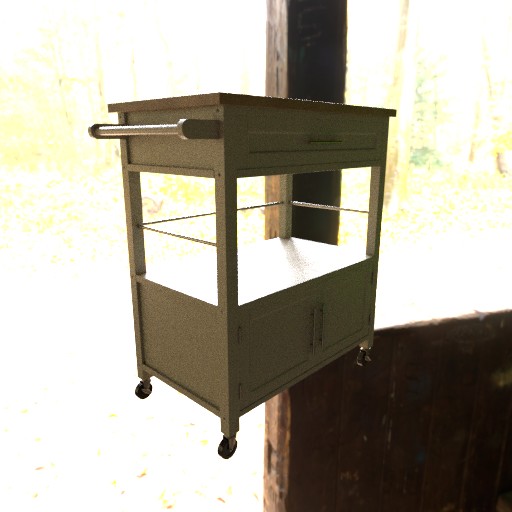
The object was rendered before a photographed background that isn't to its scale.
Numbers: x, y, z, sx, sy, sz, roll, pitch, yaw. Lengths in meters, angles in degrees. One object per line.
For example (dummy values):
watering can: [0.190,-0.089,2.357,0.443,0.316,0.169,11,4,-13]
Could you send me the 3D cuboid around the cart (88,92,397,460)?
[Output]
cart: [0.000,0.000,1.402,0.459,0.901,0.840,14,20,42]
